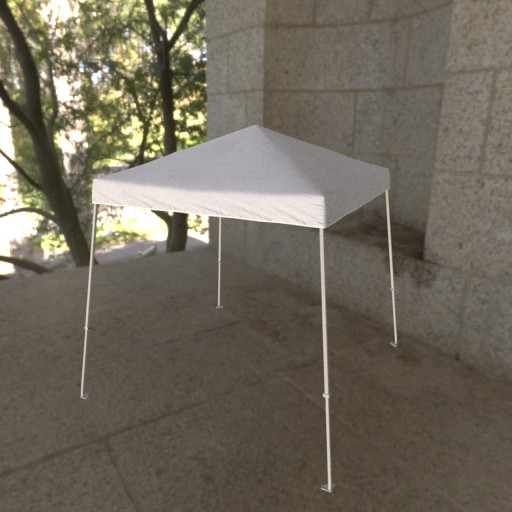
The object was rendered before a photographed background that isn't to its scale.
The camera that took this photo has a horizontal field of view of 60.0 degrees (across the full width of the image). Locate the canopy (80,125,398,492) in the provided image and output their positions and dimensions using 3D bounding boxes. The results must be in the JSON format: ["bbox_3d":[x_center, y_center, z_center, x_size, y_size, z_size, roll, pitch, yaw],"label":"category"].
[{"bbox_3d":[0.000,0.000,6.338,3.599,3.600,3.600,8,19,26],"label":"canopy"}]
